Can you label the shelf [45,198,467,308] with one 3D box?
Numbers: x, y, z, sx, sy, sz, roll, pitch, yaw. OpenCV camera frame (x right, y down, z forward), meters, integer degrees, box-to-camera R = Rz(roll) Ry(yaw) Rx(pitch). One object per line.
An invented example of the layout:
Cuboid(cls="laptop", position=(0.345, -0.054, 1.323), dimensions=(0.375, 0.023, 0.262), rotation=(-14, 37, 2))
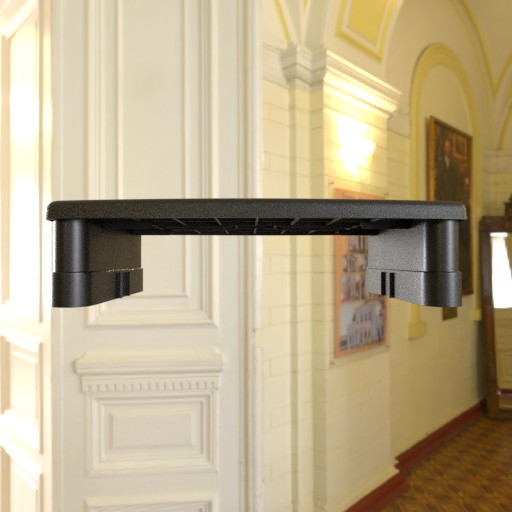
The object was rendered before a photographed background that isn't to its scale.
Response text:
Cuboid(cls="shelf", position=(0.000, 0.000, 0.527), dimensions=(0.410, 0.100, 0.280), rotation=(0, -1, -1))
